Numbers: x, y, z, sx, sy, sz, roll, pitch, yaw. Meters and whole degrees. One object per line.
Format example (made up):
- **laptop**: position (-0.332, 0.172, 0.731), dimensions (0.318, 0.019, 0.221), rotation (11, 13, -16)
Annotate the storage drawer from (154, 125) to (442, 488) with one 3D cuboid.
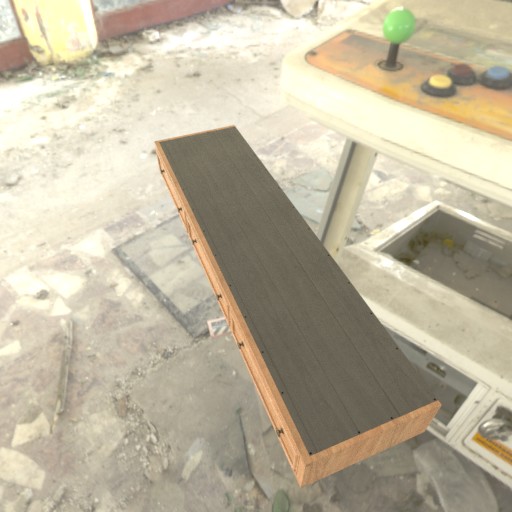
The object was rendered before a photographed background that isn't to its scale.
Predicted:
- **storage drawer**: position (0.000, 0.000, 2.188), dimensions (0.538, 0.264, 2.032), rotation (-16, 48, -15)
